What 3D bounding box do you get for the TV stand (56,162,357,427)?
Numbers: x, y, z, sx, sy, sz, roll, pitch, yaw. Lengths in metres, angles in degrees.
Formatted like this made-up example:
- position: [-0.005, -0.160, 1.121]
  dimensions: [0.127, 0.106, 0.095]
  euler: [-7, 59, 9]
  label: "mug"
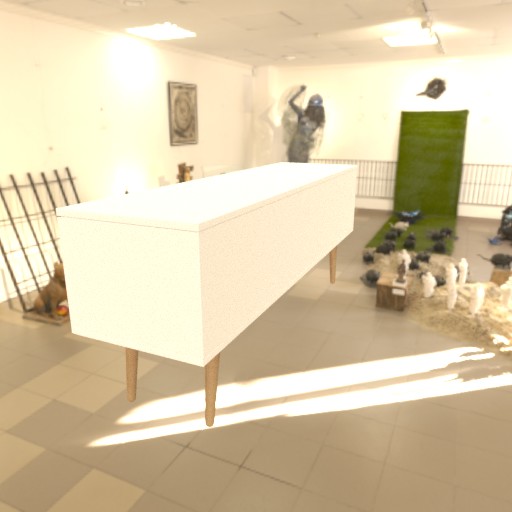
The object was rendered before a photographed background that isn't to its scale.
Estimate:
- position: [0.000, 0.000, 1.628]
  dimensions: [0.401, 0.560, 1.398]
  euler: [8, 18, 24]
  label: "TV stand"
